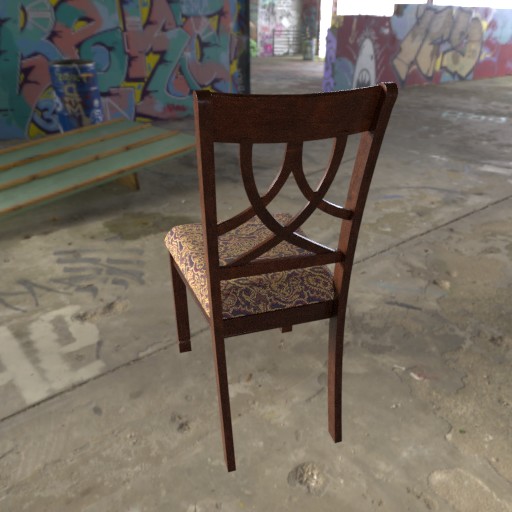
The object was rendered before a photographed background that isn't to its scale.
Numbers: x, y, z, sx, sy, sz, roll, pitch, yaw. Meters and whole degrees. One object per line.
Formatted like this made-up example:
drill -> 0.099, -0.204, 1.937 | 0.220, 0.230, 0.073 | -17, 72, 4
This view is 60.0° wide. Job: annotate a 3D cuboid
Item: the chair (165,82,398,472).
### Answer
chair -> 0.000, 0.000, 1.254 | 0.457, 0.965, 0.584 | -8, 29, -15
